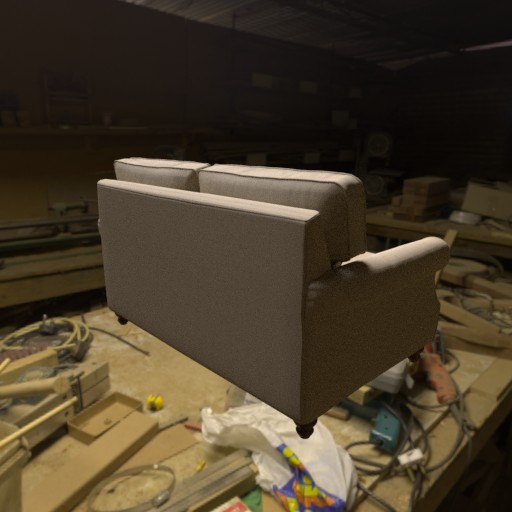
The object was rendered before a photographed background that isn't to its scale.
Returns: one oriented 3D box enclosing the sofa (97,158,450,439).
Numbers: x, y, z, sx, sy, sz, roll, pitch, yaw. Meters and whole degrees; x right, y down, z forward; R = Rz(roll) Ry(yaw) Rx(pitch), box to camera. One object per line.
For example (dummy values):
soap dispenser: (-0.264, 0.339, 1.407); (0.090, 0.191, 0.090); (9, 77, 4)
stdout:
sofa: (0.000, 0.000, 2.225); (0.964, 0.937, 1.665); (-14, 21, -42)
